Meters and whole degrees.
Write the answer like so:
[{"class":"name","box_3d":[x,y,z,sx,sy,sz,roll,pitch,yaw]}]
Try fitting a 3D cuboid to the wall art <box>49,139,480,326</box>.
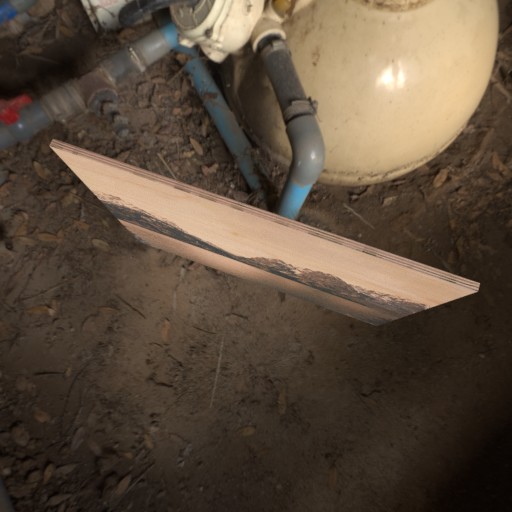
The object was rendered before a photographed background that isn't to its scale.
[{"class":"wall art","box_3d":[0.000,0.000,0.694,0.508,0.408,0.010,19,77,5]}]
